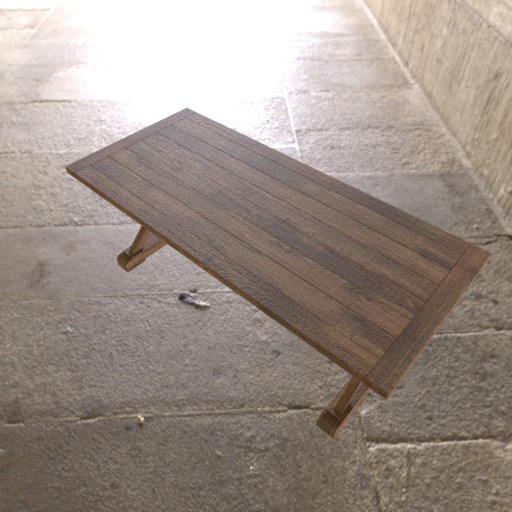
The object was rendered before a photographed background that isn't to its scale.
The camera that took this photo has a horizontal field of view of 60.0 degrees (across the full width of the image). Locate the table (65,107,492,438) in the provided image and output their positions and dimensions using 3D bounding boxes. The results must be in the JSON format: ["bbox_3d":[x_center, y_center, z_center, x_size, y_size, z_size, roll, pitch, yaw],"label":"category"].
[{"bbox_3d":[0.000,0.000,2.487,2.031,0.733,0.907,33,54,28],"label":"table"}]
